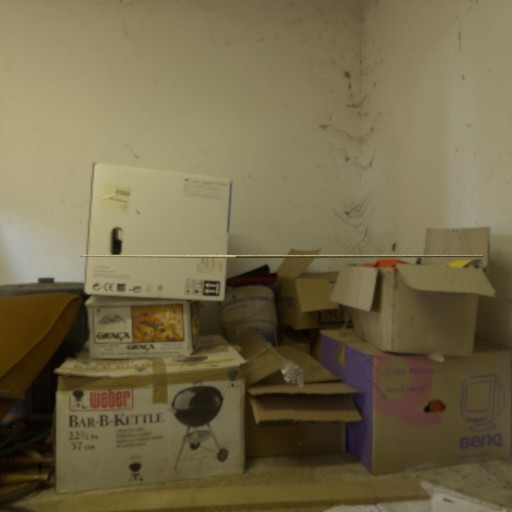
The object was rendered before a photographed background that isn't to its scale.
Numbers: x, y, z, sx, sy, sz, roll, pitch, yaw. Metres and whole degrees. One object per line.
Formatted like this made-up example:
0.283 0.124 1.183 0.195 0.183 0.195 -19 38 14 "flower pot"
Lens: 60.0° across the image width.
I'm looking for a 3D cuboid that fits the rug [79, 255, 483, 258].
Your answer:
0.000 0.000 4.179 2.441 0.015 3.050 0 0 -36 "rug"
